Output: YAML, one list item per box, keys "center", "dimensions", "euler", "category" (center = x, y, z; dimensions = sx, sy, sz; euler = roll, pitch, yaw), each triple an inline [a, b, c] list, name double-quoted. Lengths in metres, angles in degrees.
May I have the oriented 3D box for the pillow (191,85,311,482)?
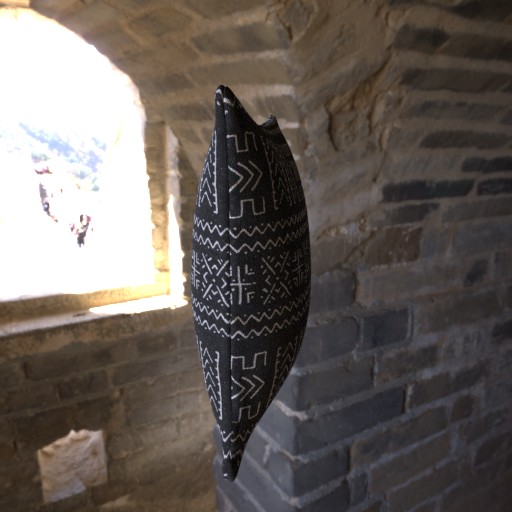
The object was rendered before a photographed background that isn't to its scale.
- center: [0.000, 0.000, 0.656]
  dimensions: [0.164, 0.430, 0.438]
  euler: [2, 13, 8]
  category: "pillow"
